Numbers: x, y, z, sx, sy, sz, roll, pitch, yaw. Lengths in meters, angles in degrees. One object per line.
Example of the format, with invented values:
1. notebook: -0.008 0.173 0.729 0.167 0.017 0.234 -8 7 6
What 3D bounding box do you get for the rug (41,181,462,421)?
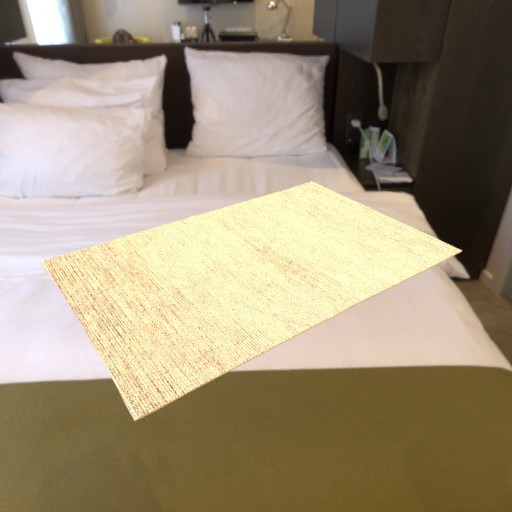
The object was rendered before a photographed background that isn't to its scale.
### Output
1. rug: 0.000 0.000 2.209 1.773 0.021 1.149 -21 37 -30
